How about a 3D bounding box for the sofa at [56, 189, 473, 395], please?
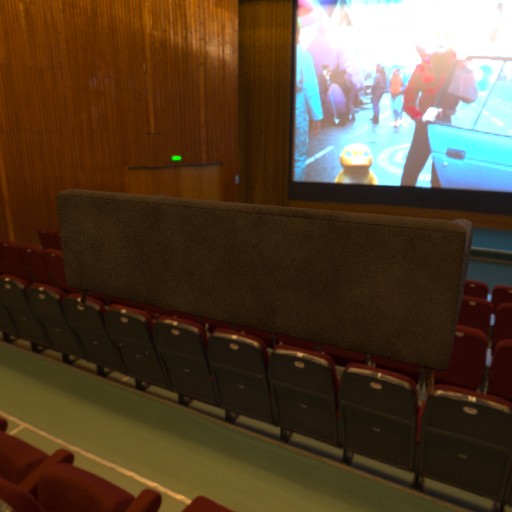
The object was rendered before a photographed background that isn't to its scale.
[{"bbox_3d":[0.000,0.000,2.557,2.190,0.740,0.900,8,18,27],"label":"sofa"}]
